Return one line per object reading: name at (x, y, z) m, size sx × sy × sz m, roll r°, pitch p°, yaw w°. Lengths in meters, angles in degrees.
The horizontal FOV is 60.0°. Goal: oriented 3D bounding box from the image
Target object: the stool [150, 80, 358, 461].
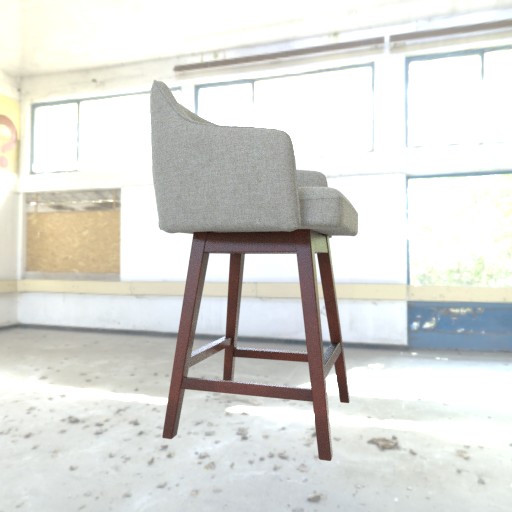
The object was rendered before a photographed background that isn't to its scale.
stool at (0.000, 0.000, 1.307) m, size 0.558 × 0.944 × 0.599 m, roll 0°, pitch 0°, yaw 17°
